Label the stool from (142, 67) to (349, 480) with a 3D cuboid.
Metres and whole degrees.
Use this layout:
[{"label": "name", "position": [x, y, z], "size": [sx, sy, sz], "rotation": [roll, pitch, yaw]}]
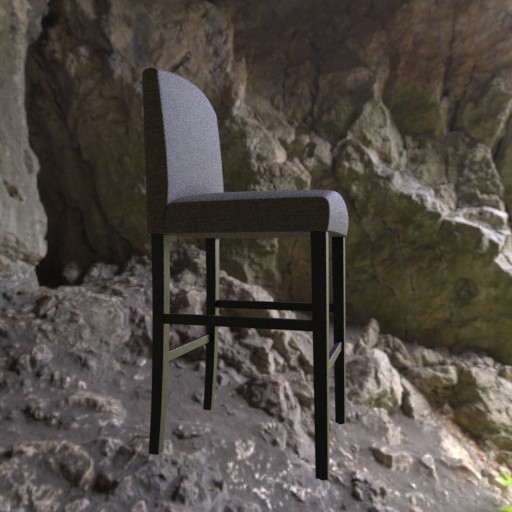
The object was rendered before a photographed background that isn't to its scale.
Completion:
[{"label": "stool", "position": [0.000, 0.000, 1.389], "size": [0.552, 1.138, 0.451], "rotation": [0, 0, 17]}]
